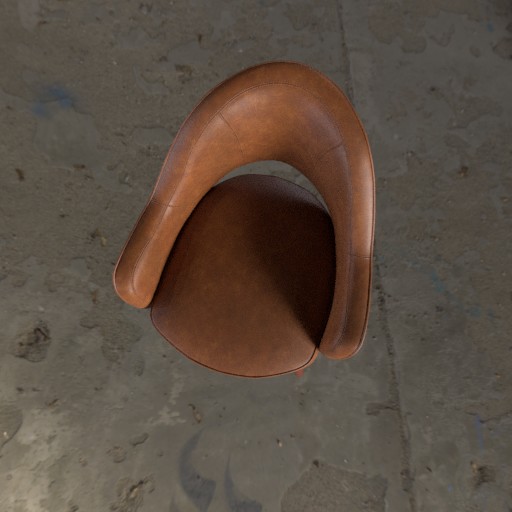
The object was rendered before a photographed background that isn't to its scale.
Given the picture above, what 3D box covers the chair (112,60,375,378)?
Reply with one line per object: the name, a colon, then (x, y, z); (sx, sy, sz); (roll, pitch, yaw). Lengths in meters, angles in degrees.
chair: (0.000, 0.000, 1.203); (0.591, 0.777, 0.640); (15, 75, 4)
